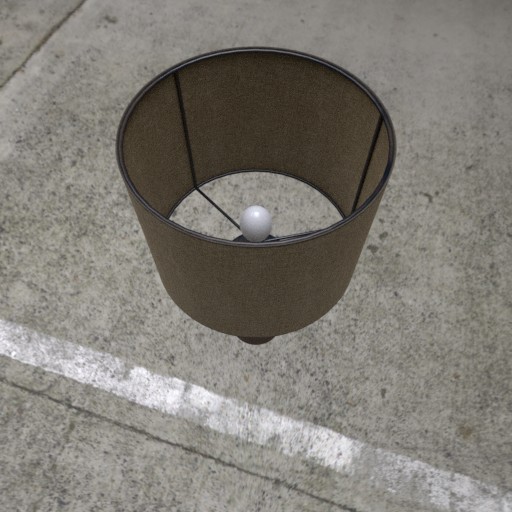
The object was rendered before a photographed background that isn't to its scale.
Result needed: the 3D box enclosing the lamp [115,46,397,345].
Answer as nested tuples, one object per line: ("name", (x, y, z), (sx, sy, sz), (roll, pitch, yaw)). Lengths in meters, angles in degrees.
("lamp", (0.000, 0.000, 0.471), (0.202, 0.350, 0.202), (0, 58, 0))
